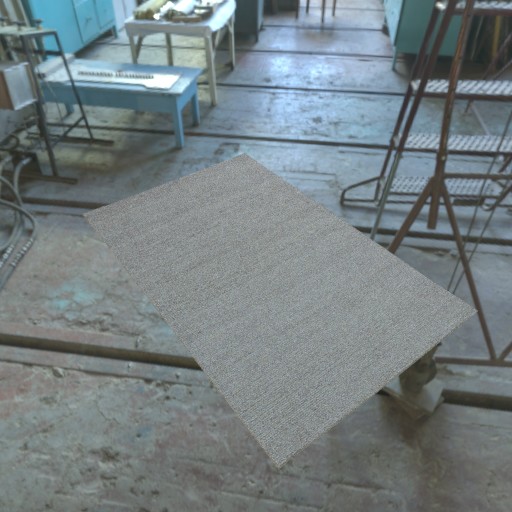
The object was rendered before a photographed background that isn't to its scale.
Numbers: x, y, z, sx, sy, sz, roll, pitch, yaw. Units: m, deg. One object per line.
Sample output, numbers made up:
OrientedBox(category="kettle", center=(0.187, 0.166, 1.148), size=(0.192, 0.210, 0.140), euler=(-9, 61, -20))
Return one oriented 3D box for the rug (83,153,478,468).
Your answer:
OrientedBox(category="rug", center=(0.000, 0.000, 2.262), size=(1.154, 0.021, 1.792), euler=(-27, 48, -26))
